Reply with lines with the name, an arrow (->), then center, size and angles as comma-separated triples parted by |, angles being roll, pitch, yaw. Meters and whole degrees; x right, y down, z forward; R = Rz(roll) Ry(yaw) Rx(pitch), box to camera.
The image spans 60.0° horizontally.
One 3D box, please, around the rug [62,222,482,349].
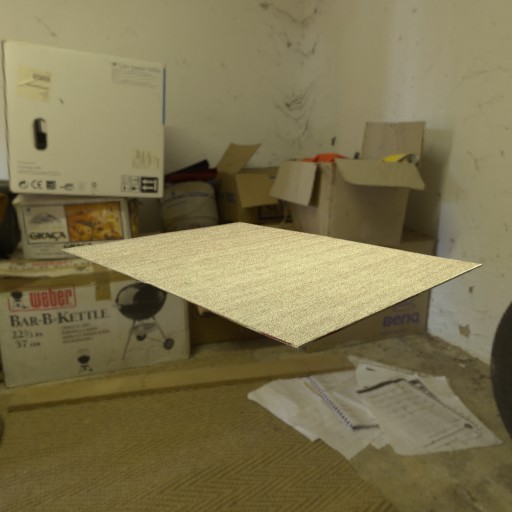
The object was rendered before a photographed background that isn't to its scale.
rug -> 0.000, 0.000, 4.188 | 2.434, 0.045, 3.202 | -12, 18, -42
